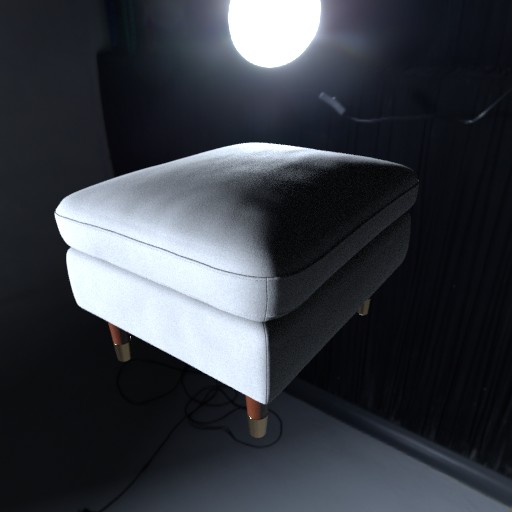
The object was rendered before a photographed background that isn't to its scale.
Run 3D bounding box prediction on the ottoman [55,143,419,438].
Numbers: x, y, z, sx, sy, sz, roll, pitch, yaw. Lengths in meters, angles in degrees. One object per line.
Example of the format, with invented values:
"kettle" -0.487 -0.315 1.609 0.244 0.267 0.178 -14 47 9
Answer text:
"ottoman" 0.000 0.000 1.131 0.593 0.478 0.747 17 31 31
